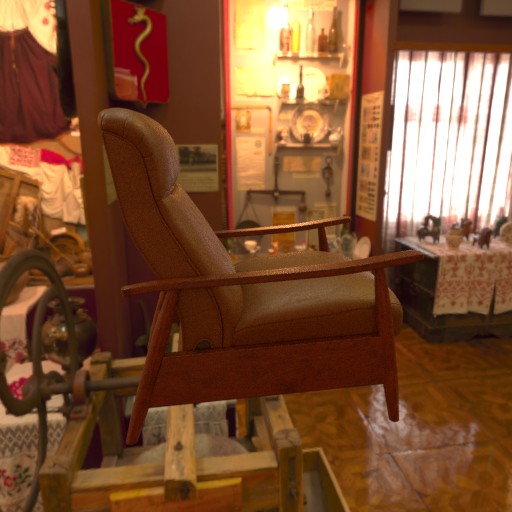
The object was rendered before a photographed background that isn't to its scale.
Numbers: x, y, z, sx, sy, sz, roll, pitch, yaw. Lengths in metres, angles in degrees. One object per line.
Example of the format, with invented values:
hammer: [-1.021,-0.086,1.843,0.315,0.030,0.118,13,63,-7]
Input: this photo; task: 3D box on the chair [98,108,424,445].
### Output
chair: [0.000,0.000,1.760,1.014,1.082,0.762,-2,15,-7]
